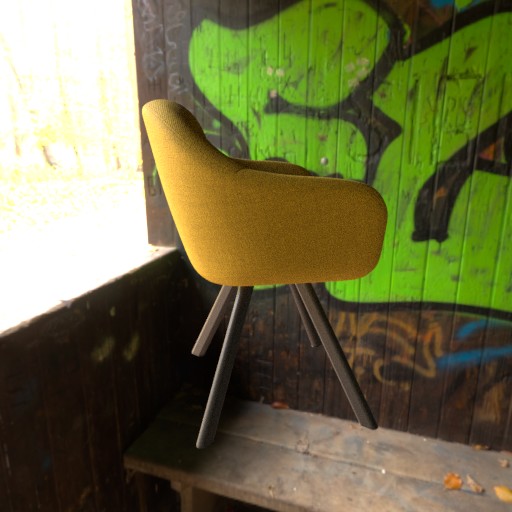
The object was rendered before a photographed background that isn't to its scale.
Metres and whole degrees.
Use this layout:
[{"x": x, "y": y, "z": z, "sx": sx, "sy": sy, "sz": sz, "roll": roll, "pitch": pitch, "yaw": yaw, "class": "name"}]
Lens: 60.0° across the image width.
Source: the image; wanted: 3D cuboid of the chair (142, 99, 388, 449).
[{"x": 0.000, "y": 0.000, "z": 1.201, "sx": 0.550, "sy": 0.795, "sz": 0.590, "roll": -2, "pitch": 16, "yaw": -9, "class": "chair"}]
